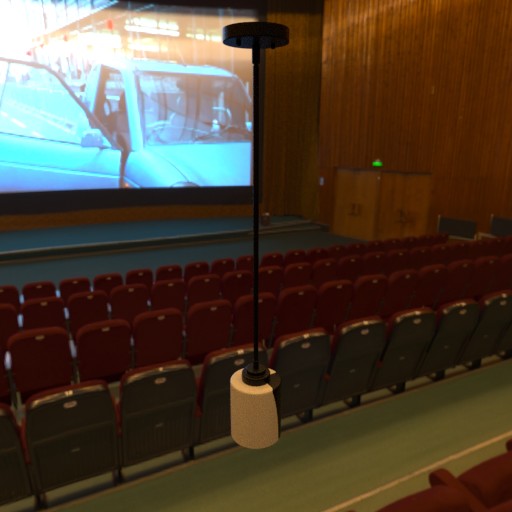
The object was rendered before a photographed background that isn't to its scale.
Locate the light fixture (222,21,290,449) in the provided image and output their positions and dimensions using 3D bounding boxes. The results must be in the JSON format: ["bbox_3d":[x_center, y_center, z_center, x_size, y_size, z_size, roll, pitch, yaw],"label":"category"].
[{"bbox_3d":[0.000,0.000,0.930,0.123,0.863,0.123,-8,17,-26],"label":"light fixture"}]
